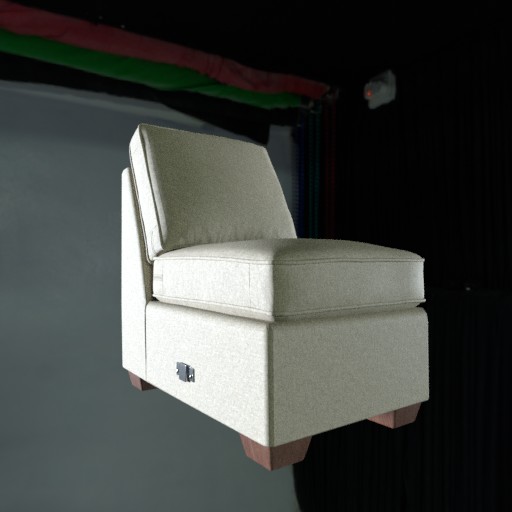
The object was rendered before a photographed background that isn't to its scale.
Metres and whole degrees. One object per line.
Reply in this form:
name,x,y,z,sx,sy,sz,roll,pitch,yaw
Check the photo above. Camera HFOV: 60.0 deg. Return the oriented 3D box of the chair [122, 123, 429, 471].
chair,0.000,0.000,1.618,0.674,1.058,1.020,1,-1,-35
